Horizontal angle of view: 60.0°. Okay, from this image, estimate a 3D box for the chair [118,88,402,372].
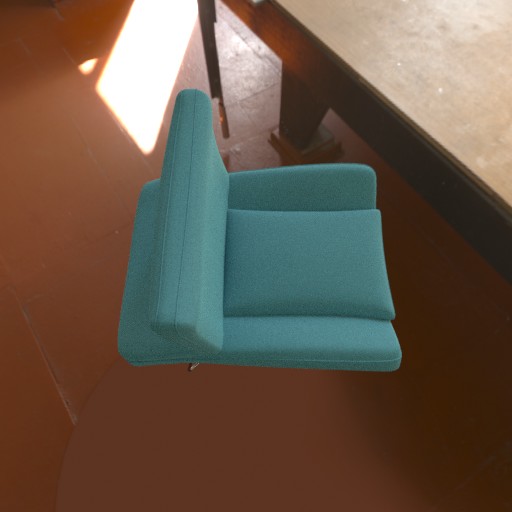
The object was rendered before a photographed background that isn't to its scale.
[{"bbox_3d":[0.000,0.000,1.669,1.008,0.855,0.859,0,63,0],"label":"chair"}]
